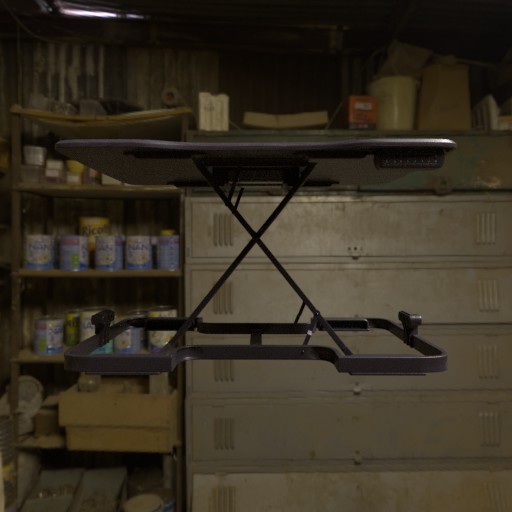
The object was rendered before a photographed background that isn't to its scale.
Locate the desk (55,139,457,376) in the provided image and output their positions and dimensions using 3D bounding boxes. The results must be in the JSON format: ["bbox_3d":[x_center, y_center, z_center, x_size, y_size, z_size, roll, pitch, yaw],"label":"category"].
[{"bbox_3d":[0.000,0.000,1.137,0.820,0.470,0.546,0,1,0],"label":"desk"}]
